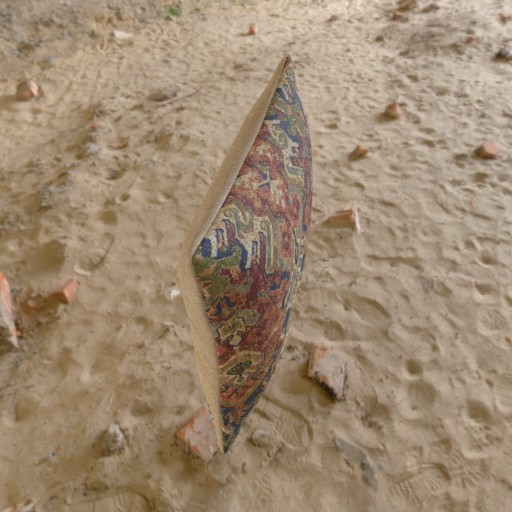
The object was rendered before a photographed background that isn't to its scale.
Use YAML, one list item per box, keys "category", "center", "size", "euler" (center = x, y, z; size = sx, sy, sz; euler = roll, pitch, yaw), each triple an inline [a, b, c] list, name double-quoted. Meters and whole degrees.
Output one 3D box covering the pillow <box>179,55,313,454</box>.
- category: "pillow"
  center: [0.000, 0.000, 0.794]
  size: [0.166, 0.506, 0.523]
  euler: [10, 47, 10]
